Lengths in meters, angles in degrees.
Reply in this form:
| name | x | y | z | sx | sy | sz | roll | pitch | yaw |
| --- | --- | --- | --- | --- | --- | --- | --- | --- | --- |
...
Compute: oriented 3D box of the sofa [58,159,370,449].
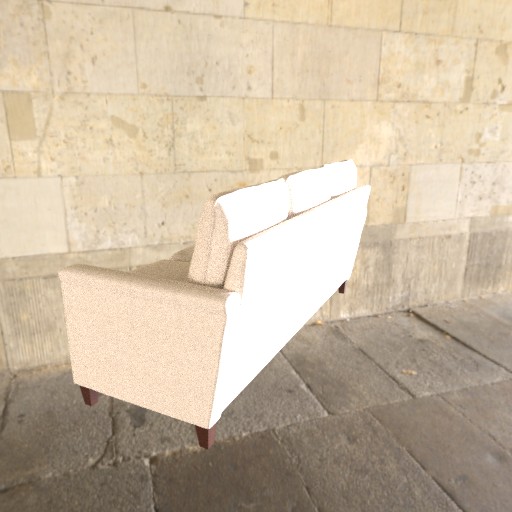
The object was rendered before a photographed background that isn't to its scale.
| name | x | y | z | sx | sy | sz | roll | pitch | yaw |
| --- | --- | --- | --- | --- | --- | --- | --- | --- | --- |
| sofa | 0.000 | 0.000 | 2.431 | 0.828 | 0.961 | 1.925 | 8 | 18 | 26 |
